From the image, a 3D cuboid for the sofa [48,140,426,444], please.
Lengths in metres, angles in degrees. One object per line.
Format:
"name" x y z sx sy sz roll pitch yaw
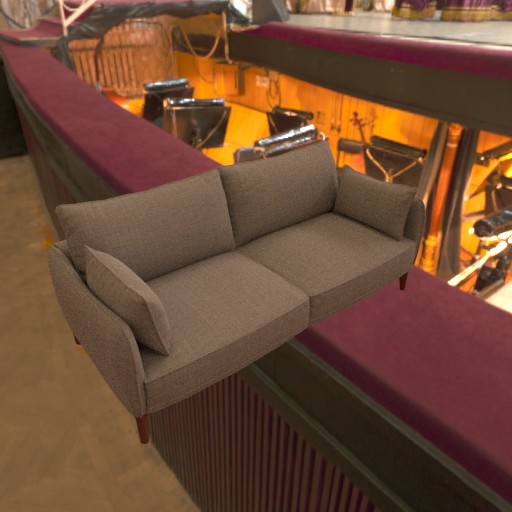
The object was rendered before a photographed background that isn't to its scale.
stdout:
"sofa" 0.000 0.000 2.497 1.989 0.851 0.972 -22 37 -32
